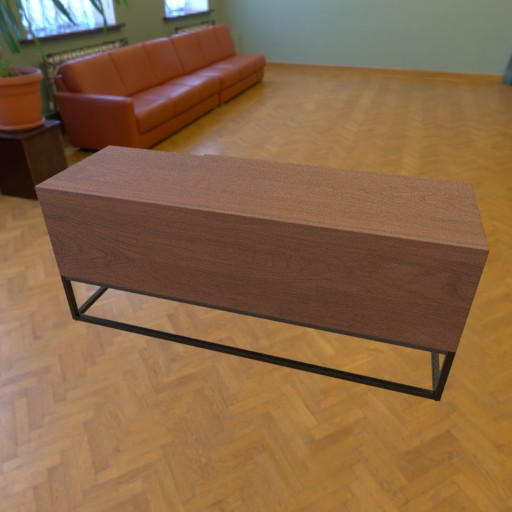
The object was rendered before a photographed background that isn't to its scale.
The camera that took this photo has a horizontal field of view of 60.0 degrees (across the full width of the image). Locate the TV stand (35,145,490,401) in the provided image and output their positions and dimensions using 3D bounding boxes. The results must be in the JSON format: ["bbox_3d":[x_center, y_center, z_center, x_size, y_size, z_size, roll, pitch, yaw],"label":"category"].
[{"bbox_3d":[0.000,0.000,1.422,1.200,0.500,0.415,9,33,14],"label":"TV stand"}]
